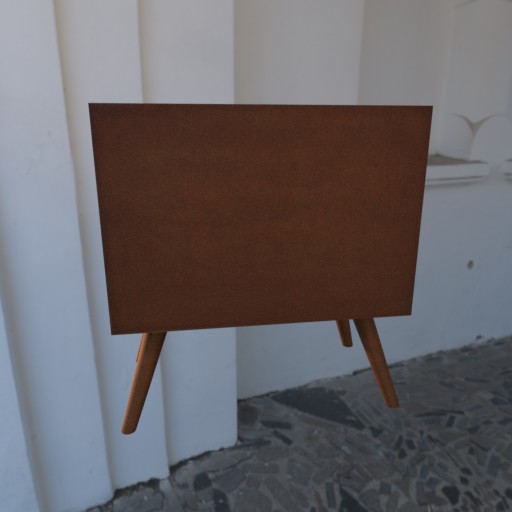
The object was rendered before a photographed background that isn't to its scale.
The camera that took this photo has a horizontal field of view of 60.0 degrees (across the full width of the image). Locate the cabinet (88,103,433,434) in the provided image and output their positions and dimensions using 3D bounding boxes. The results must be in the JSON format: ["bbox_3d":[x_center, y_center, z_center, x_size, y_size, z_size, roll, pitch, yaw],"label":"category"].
[{"bbox_3d":[0.000,0.000,1.183,0.712,0.748,0.388,-2,16,-8],"label":"cabinet"}]
